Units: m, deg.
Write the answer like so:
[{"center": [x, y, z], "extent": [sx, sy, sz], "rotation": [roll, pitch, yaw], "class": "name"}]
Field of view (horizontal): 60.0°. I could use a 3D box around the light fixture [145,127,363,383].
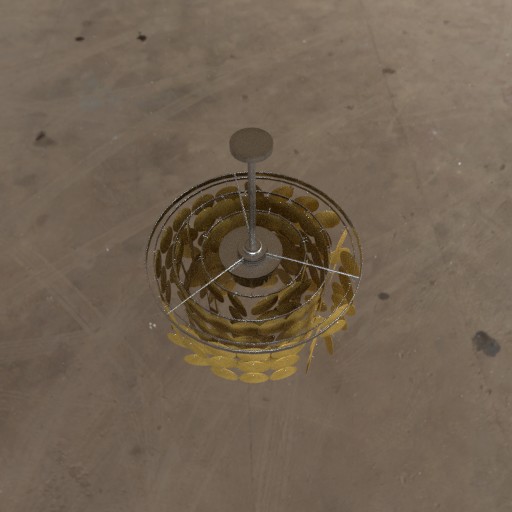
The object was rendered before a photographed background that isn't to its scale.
[{"center": [0.000, 0.000, 0.741], "extent": [0.368, 0.492, 0.368], "rotation": [0, 56, 0], "class": "light fixture"}]
